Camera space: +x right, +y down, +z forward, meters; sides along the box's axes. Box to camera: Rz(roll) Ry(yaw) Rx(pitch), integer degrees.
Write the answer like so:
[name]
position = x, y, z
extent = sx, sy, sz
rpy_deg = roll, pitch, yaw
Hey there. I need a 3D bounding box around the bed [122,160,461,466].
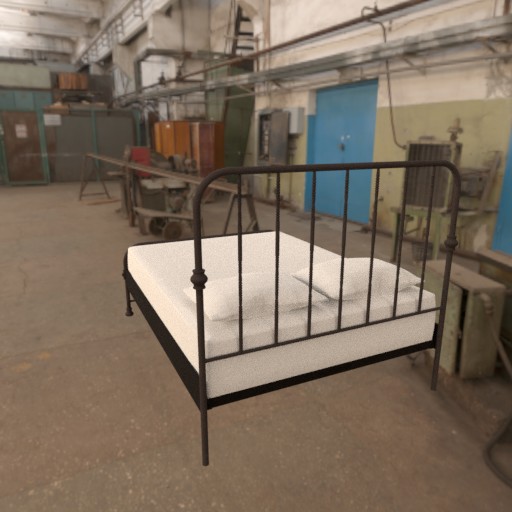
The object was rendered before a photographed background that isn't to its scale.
[bed]
position = 0.000, 0.000, 3.225
extent = 1.616, 1.446, 2.134
rpy_deg = -7, 17, -25
